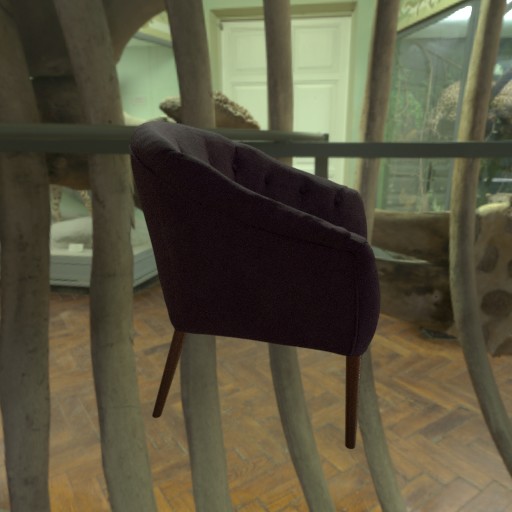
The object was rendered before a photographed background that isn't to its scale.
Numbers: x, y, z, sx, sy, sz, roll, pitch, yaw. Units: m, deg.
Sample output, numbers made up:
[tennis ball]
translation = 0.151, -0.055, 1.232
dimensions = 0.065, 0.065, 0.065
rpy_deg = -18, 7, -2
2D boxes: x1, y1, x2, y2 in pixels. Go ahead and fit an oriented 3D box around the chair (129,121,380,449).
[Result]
[chair]
translation = 0.000, 0.000, 1.519
dimensions = 0.776, 0.885, 0.851
rpy_deg = 3, 17, 10
